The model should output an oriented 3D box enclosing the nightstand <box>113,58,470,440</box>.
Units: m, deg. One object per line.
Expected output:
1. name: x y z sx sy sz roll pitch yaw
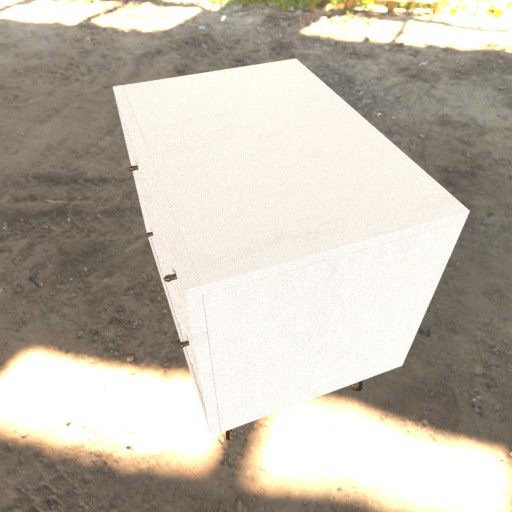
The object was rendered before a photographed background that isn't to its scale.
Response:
1. nightstand: 0.000 0.000 1.013 0.447 0.604 0.614 -15 47 -15
